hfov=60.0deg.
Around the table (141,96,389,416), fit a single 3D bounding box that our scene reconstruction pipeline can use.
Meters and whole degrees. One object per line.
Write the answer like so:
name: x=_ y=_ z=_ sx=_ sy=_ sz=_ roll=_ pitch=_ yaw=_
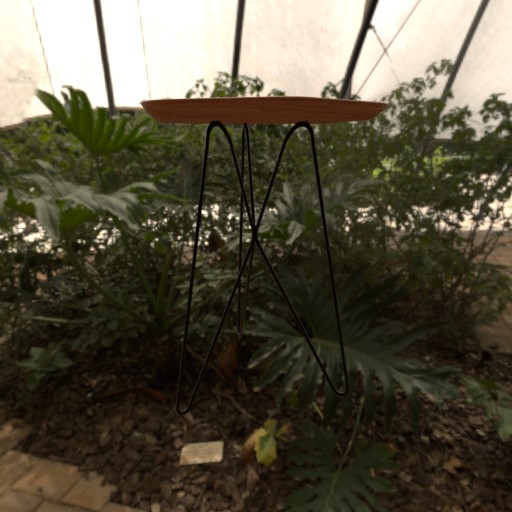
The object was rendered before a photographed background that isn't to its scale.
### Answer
table: x=0.000 y=0.000 z=0.883 sx=0.400 sy=0.562 sz=0.500 roll=-3 pitch=15 yaw=-11
